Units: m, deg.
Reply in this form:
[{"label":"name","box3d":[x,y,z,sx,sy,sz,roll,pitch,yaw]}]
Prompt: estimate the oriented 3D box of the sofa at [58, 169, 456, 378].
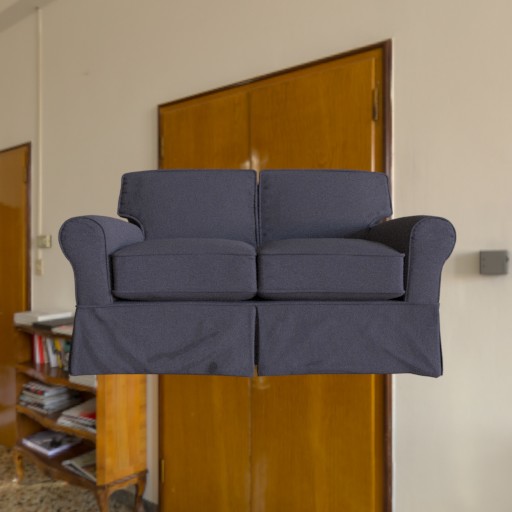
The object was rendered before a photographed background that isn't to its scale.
[{"label":"sofa","box3d":[0.000,0.000,2.405,1.801,1.059,0.997,0,0,0]}]
